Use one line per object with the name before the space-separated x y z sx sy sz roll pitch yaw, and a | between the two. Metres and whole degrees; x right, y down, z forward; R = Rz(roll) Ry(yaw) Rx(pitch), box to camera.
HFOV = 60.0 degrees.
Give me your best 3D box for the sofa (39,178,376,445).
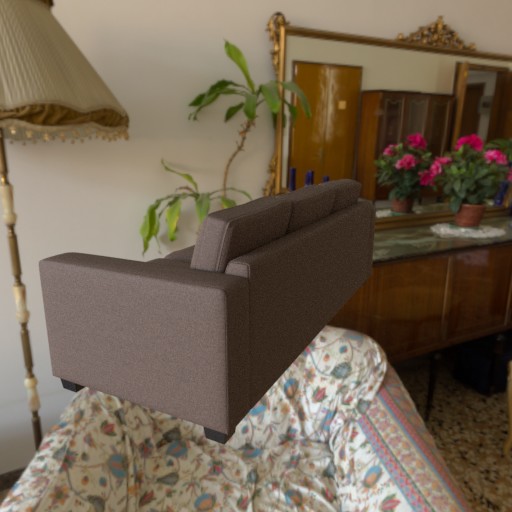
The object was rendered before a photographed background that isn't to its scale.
sofa | 0.000 0.000 2.553 0.900 0.806 2.160 7 16 26
